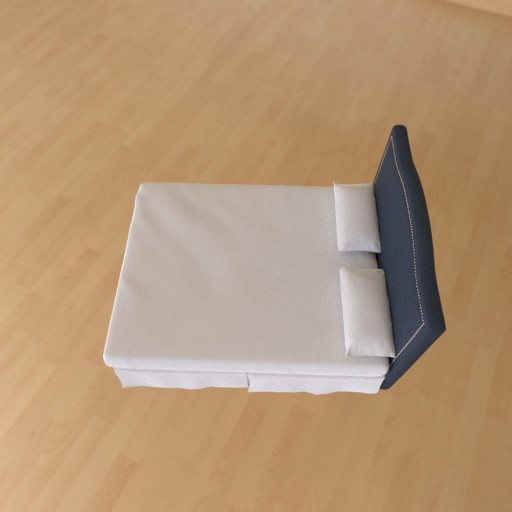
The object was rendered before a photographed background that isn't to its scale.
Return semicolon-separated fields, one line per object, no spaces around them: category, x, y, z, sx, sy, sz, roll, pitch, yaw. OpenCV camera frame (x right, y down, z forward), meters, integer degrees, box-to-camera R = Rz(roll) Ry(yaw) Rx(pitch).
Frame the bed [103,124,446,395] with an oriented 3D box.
bed;0.000;0.000;3.571;2.282;1.436;1.821;2;59;1
